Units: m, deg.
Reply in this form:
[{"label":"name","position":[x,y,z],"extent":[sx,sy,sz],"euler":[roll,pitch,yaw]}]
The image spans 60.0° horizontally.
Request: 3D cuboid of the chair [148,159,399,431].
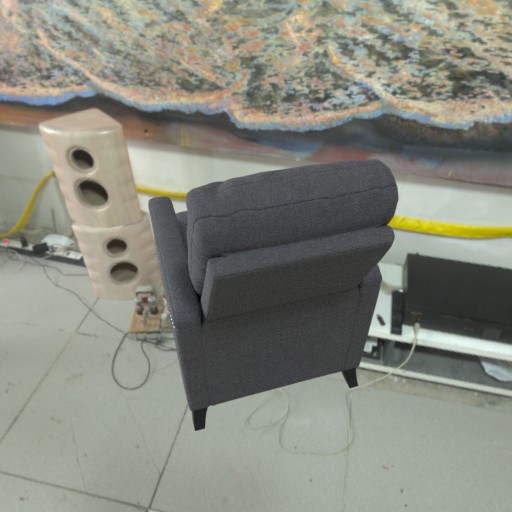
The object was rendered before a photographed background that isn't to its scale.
[{"label":"chair","position":[0.000,0.000,1.672],"extent":[0.710,1.049,0.922],"euler":[-11,42,-13]}]
